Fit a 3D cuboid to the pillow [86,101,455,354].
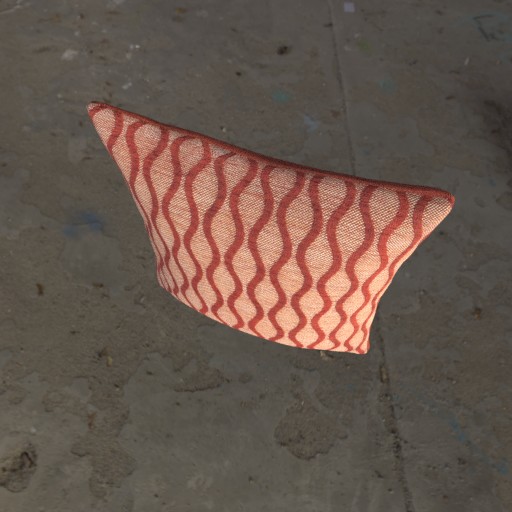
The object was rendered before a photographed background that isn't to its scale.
[{"bbox_3d":[0.000,0.000,0.659,0.429,0.434,0.159,17,60,10],"label":"pillow"}]
